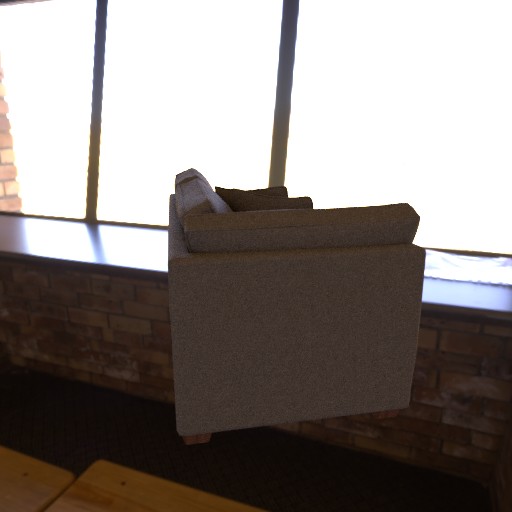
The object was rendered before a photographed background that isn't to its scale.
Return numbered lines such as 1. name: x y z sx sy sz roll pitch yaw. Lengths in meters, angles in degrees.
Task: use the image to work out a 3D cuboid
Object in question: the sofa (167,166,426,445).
1. sofa: 0.000 0.000 2.865 1.110 1.033 2.237 -3 16 -10
